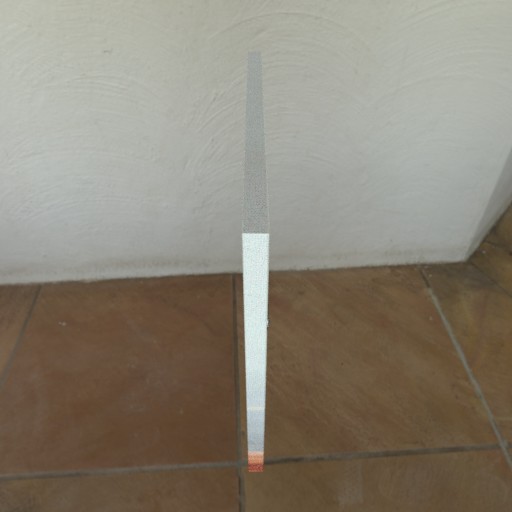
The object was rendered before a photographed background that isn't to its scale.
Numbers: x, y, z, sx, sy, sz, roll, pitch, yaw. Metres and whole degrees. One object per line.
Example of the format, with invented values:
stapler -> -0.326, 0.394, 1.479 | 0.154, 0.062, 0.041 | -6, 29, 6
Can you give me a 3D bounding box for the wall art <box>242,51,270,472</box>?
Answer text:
wall art -> 0.000, 0.000, 0.603 | 0.023, 0.405, 0.405 | 0, 42, 0
